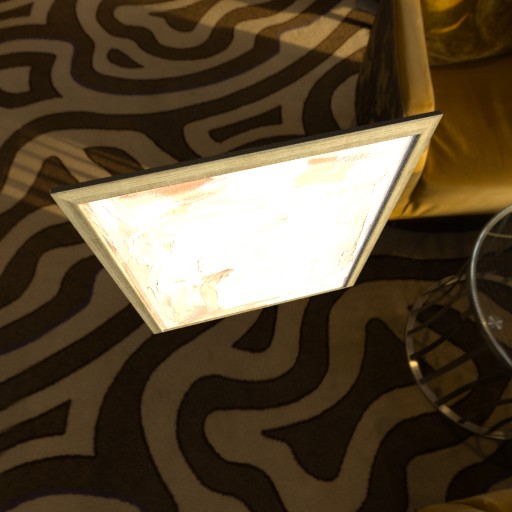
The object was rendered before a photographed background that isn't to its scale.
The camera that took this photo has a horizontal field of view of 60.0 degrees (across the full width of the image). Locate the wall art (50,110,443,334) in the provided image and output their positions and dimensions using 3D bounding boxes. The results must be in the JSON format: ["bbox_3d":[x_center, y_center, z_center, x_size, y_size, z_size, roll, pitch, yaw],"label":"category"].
[{"bbox_3d":[0.000,0.000,0.909,0.559,0.660,0.018,-13,65,-6],"label":"wall art"}]
